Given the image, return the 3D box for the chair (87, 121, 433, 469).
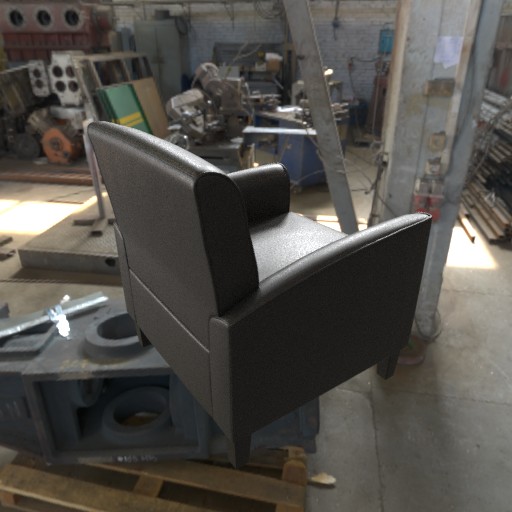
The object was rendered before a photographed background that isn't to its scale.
[{"bbox_3d":[0.000,0.000,1.553,0.819,0.916,0.820,-17,31,-31],"label":"chair"}]
